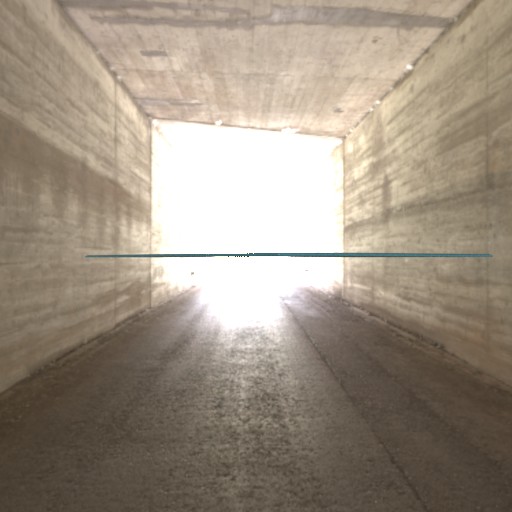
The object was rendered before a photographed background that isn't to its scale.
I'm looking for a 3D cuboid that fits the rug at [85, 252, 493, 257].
[{"bbox_3d":[0.000,0.000,2.302,1.211,0.012,1.833,0,0,-37],"label":"rug"}]
